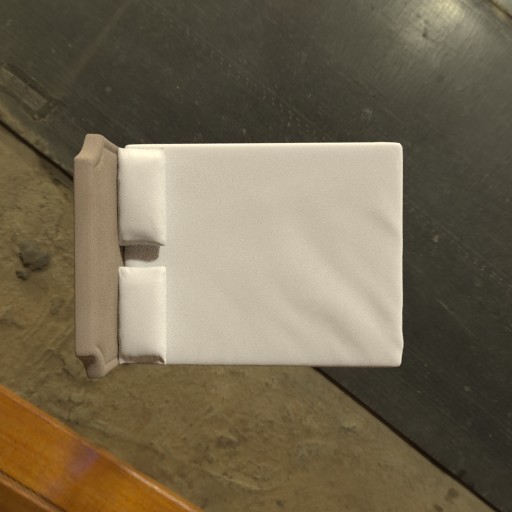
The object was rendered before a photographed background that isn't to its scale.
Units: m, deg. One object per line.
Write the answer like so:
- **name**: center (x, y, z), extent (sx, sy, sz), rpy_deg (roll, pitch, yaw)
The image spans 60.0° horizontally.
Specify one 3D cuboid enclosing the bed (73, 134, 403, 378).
- **bed**: center (0.000, 0.000, 3.654), extent (2.498, 1.293, 1.977), rpy_deg (0, 91, 2)
